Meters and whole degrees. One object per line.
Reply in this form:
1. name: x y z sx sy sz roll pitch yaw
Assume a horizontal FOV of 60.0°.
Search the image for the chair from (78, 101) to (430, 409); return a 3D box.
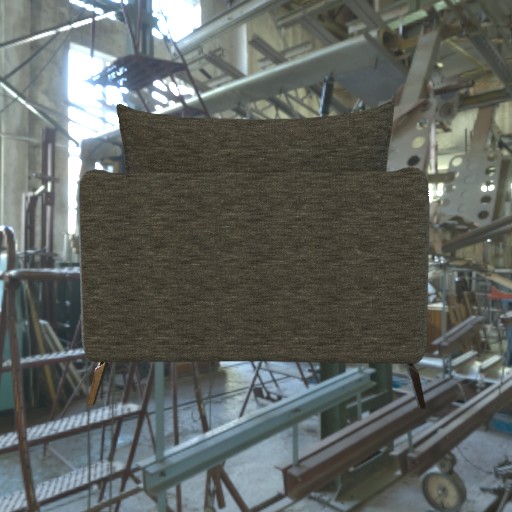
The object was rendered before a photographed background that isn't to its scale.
1. chair: 0.000 0.000 1.575 1.004 0.842 0.805 0 0 2
